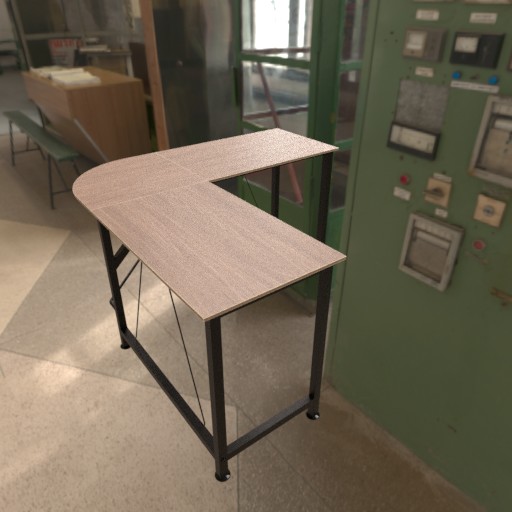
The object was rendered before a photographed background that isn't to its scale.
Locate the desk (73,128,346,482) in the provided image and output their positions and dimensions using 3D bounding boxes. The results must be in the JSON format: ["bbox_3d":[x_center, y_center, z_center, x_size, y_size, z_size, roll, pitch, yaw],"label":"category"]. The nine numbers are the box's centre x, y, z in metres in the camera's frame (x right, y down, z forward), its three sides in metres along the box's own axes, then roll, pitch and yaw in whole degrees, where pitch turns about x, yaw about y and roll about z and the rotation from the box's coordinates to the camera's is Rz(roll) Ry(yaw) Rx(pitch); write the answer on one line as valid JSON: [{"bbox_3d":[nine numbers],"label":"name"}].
[{"bbox_3d":[0.000,0.000,2.198,1.400,0.762,1.400,-21,36,-31],"label":"desk"}]
